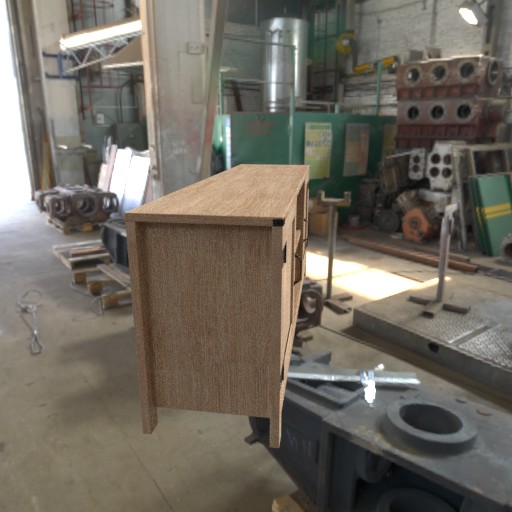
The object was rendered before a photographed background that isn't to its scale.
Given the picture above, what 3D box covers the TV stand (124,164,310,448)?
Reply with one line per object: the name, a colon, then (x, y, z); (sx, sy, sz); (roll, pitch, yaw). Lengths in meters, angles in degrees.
TV stand: (0.000, 0.000, 1.787); (0.398, 0.610, 1.466); (2, 16, 9)
